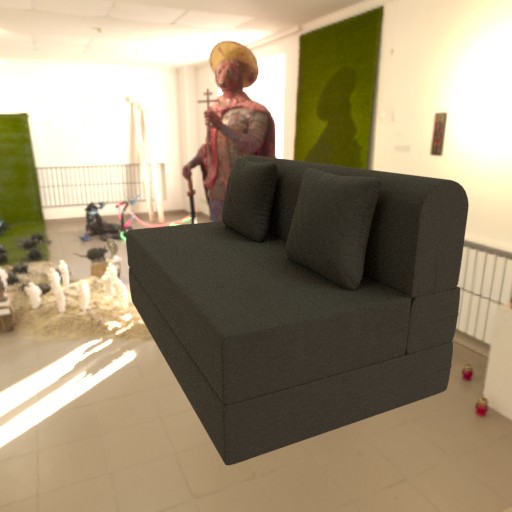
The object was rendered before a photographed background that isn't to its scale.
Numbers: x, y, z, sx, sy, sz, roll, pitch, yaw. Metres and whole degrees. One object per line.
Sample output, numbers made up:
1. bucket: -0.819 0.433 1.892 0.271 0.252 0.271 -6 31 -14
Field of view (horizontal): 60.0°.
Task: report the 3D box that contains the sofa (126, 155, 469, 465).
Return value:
1. sofa: 0.000 0.000 1.679 0.762 0.670 1.225 -8 18 -25
